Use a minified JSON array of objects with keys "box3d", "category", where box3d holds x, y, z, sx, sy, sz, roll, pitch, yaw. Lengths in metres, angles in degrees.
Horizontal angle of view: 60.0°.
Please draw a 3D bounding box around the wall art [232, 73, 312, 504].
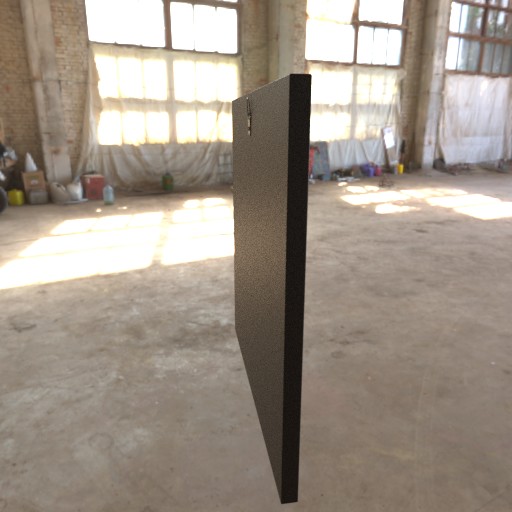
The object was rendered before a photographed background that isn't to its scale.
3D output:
[{"box3d":[0.000,0.000,1.160,0.043,0.807,0.805,-3,17,-9],"category":"wall art"}]
